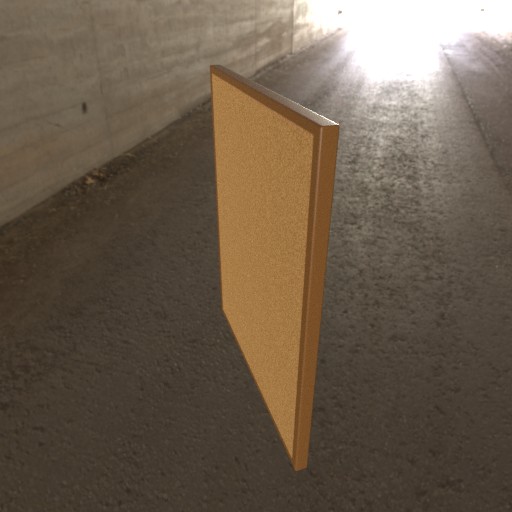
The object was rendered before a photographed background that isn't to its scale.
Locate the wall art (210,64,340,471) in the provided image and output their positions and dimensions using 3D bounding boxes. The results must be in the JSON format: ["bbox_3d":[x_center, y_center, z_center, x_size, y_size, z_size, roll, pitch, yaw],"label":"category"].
[{"bbox_3d":[0.000,0.000,0.757,0.021,0.550,0.449,-10,32,-16],"label":"wall art"}]
